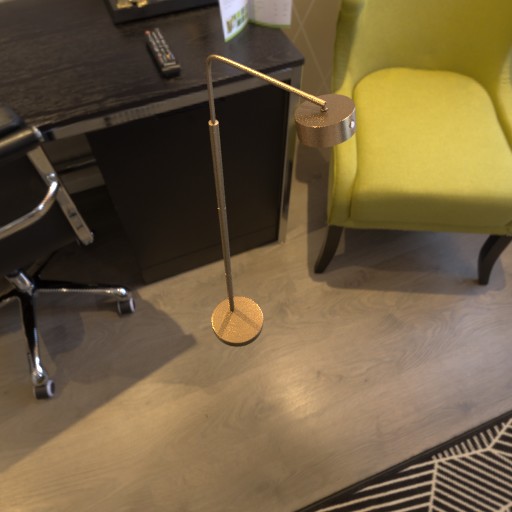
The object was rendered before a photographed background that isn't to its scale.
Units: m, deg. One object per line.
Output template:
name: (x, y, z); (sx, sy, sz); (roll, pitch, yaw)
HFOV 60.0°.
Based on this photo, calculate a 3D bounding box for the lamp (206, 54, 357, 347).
lamp: (0.000, 0.000, 1.375); (0.418, 1.230, 0.219); (32, 62, 20)
